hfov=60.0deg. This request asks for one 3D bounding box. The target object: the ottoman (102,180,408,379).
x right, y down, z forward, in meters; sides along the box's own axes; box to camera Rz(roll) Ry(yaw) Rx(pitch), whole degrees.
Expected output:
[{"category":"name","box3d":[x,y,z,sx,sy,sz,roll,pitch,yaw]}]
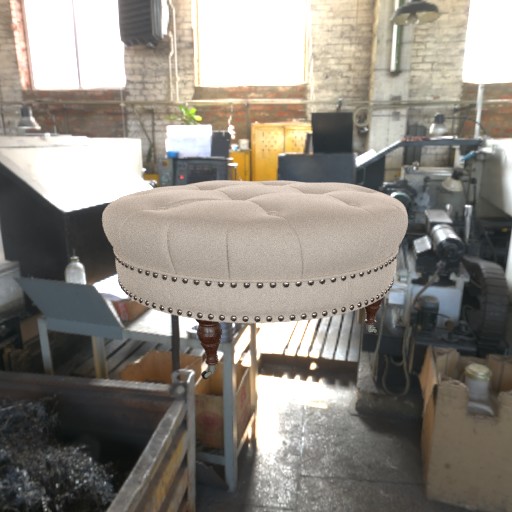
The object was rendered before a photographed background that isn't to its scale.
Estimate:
[{"category":"ottoman","box3d":[0.000,0.000,1.408,0.901,0.439,0.901,0,15,0]}]
